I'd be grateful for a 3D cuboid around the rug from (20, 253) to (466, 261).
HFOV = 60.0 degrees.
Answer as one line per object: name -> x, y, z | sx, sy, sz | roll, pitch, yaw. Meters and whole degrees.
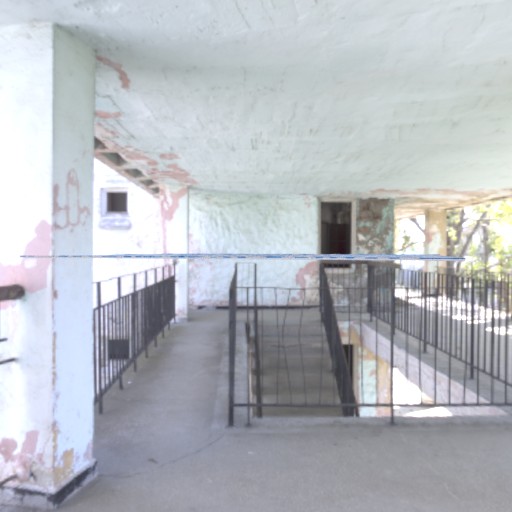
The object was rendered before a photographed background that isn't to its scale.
rug -> 0.000, 0.000, 2.262 | 1.830, 0.011, 1.209 | 0, 1, 19
